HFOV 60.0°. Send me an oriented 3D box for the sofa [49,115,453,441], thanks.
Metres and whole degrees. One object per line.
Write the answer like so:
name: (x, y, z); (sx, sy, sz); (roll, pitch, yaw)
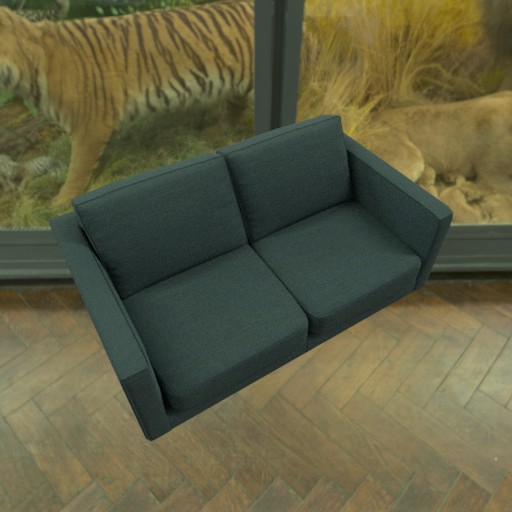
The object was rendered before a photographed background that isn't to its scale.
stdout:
sofa: (0.000, 0.000, 2.250); (1.659, 0.907, 0.999); (-24, 51, -21)
